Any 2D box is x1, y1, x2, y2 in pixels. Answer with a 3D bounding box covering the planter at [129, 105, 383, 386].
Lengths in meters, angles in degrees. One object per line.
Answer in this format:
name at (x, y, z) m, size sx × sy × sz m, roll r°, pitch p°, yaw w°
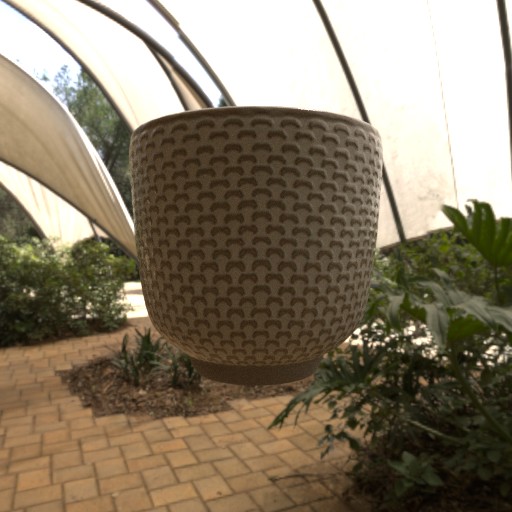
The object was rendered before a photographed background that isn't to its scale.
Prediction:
planter at (0.000, 0.000, 0.315) m, size 0.173 × 0.160 × 0.173 m, roll 0°, pitch 1°, yaw 0°
